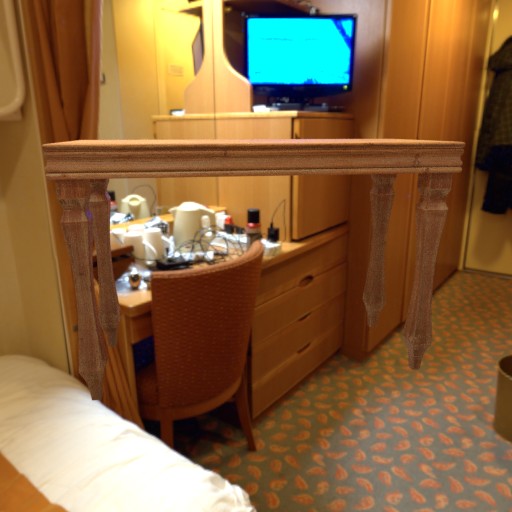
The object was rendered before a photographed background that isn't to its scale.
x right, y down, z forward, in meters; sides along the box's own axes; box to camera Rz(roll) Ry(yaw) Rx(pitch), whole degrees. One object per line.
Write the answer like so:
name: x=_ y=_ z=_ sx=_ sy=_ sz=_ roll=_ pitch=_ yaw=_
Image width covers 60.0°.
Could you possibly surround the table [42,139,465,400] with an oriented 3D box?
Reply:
table: x=0.000 y=0.000 z=1.738 sx=1.330 sy=0.873 sz=0.522 roll=-3 pitch=16 yaw=-9
